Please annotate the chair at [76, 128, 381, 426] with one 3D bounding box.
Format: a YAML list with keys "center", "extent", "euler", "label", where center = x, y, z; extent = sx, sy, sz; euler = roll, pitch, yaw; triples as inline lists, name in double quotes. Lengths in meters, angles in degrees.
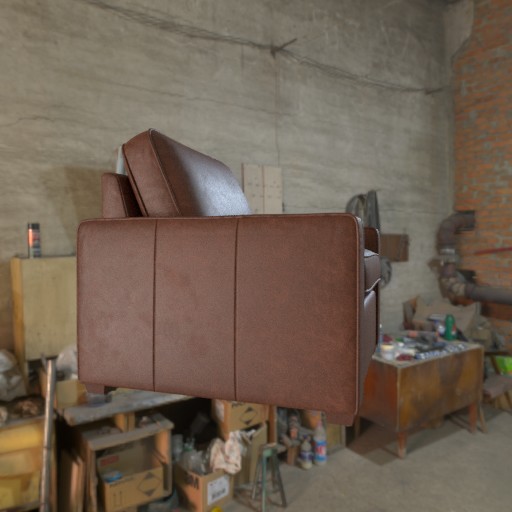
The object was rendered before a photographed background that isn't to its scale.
- center: [0.000, 0.000, 1.782]
  extent: [0.940, 0.919, 1.017]
  euler: [0, 1, 19]
  label: "chair"
